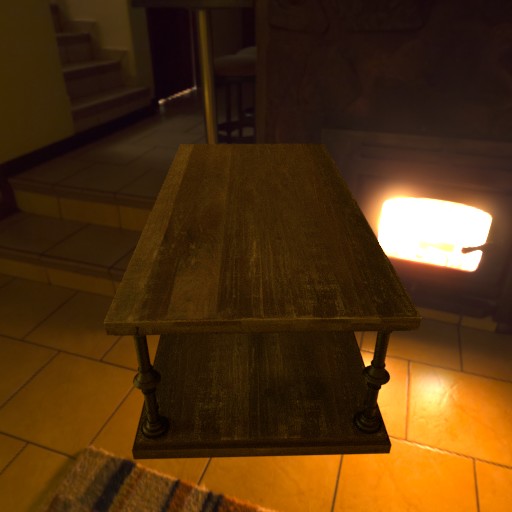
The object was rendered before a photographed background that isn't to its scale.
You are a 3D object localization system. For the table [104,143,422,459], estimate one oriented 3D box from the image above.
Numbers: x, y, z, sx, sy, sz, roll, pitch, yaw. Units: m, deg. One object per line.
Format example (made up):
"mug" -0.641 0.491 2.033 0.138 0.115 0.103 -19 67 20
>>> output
"table" 0.000 0.000 1.336 0.554 0.373 1.088 -1 30 -1
